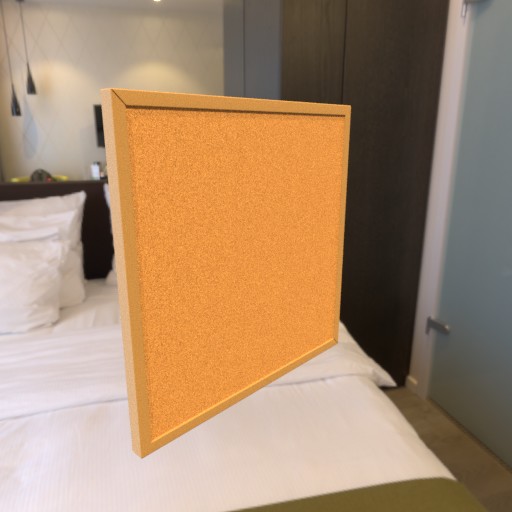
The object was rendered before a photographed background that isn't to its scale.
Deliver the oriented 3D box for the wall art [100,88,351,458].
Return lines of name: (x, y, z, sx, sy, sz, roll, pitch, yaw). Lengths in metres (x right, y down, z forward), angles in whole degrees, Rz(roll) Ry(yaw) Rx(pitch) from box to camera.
wall art: (0.000, 0.000, 1.142, 0.037, 0.761, 0.761, 15, 21, 42)
